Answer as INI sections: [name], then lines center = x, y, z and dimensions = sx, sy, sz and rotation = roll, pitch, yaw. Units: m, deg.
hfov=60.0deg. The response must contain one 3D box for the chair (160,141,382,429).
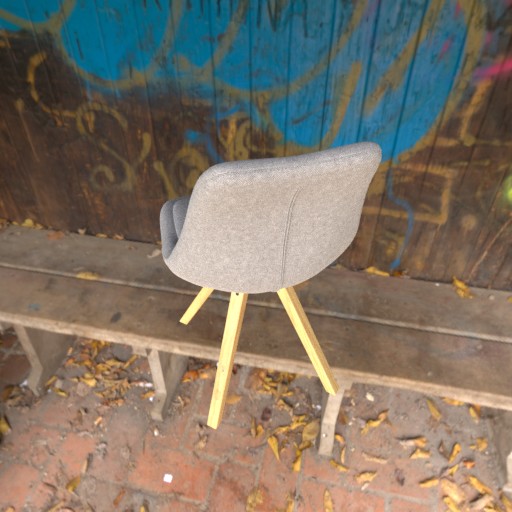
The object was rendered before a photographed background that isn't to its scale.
[chair]
center = 0.000, 0.000, 1.193
dimensions = 0.483, 0.865, 0.550
rotation = -11, 42, -13
